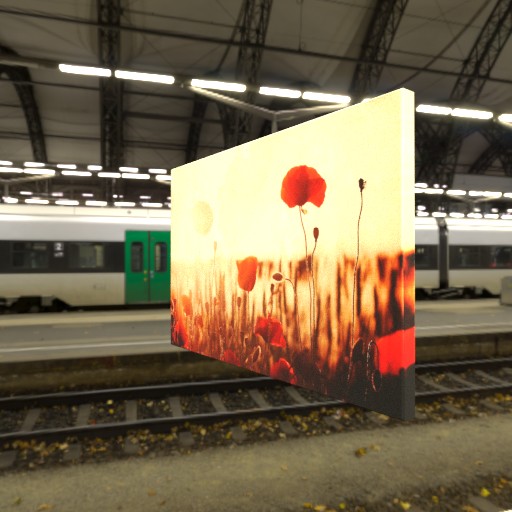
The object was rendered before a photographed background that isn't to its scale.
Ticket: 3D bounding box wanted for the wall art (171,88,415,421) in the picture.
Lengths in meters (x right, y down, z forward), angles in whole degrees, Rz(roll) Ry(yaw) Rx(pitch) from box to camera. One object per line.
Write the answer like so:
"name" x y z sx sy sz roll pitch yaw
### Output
"wall art" 0.000 0.000 1.171 0.038 0.602 0.918 0 -1 -37
